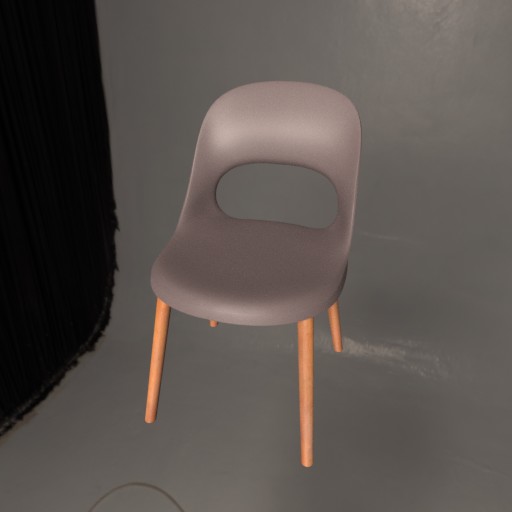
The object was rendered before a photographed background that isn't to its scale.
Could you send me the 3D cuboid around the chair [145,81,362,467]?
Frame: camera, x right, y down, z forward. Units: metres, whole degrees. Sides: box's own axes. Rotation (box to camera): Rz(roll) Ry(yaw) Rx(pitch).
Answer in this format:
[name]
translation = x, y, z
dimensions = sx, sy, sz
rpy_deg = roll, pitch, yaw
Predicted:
[chair]
translation = 0.000, 0.000, 1.146
dimensions = 0.470, 0.794, 0.556
rpy_deg = 8, 28, 16
